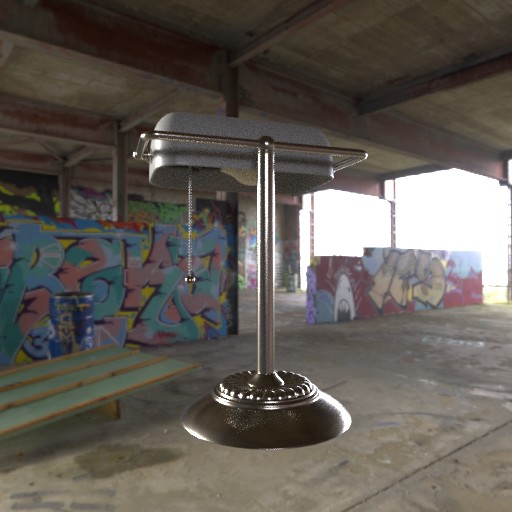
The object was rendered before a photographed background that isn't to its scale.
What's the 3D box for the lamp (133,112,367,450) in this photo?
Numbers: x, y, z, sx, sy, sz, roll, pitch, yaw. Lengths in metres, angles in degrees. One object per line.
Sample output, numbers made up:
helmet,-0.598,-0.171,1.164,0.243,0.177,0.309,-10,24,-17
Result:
lamp,0.000,0.000,0.505,0.264,0.339,0.243,0,-1,-19
